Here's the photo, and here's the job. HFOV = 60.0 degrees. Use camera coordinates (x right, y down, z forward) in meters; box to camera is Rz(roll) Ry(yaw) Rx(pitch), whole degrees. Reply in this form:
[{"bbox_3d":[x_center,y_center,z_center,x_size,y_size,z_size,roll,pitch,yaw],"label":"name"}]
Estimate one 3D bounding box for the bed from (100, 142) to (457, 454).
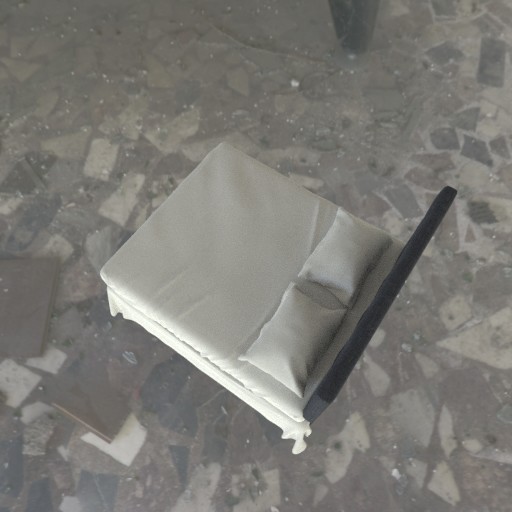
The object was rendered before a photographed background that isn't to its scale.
[{"bbox_3d":[0.000,0.000,3.508,2.222,1.577,1.936,32,67,15],"label":"bed"}]
